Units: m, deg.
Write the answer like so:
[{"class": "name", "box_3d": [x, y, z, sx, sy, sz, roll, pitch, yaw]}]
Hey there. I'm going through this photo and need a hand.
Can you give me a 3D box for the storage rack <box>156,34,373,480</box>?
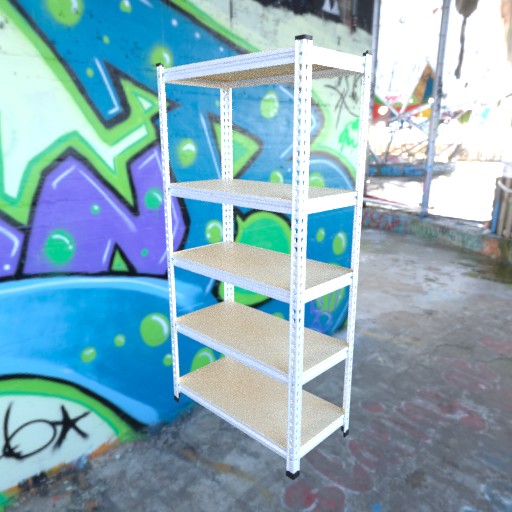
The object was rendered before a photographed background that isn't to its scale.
[{"class": "storage rack", "box_3d": [0.000, 0.000, 2.216, 0.914, 1.829, 0.457, 14, 21, 42]}]
